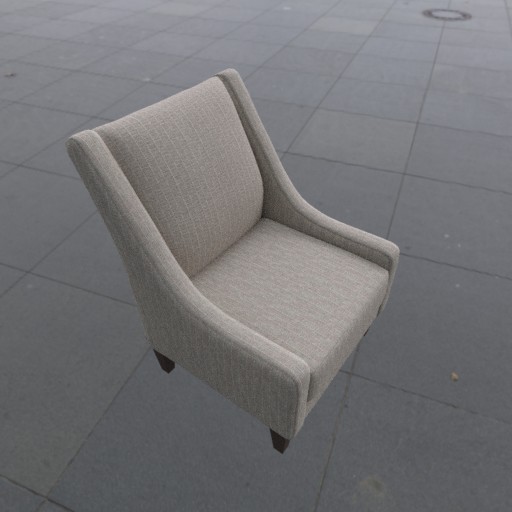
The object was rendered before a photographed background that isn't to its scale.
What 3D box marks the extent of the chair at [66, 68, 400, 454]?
[{"bbox_3d":[0.000,0.000,1.645,0.870,1.014,0.774,26,47,27],"label":"chair"}]
